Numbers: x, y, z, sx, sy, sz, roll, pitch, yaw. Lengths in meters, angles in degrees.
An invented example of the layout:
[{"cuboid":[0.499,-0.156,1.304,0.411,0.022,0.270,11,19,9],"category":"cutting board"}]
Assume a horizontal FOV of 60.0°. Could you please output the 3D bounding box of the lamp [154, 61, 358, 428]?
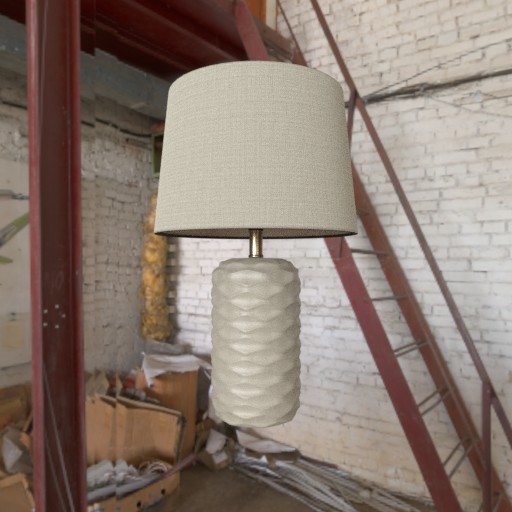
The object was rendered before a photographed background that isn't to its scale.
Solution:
[{"cuboid":[0.000,0.000,0.836,0.376,0.594,0.376,0,0,0],"category":"lamp"}]
